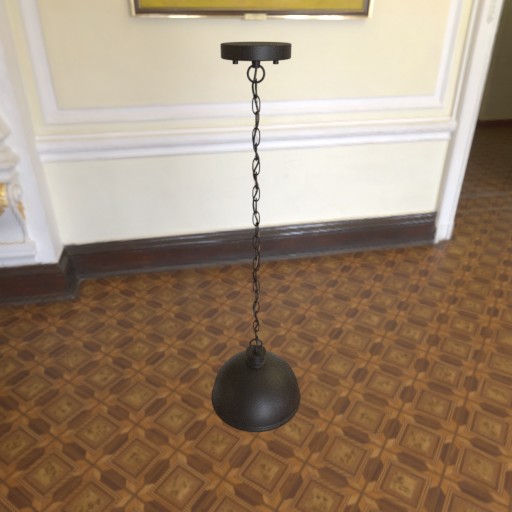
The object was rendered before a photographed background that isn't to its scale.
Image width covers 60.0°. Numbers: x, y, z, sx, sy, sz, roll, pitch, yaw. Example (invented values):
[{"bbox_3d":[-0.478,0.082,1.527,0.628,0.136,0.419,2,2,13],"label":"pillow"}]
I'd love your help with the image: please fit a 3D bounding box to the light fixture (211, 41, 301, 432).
[{"bbox_3d":[0.000,0.000,1.259,0.304,1.090,0.304,0,28,1],"label":"light fixture"}]
